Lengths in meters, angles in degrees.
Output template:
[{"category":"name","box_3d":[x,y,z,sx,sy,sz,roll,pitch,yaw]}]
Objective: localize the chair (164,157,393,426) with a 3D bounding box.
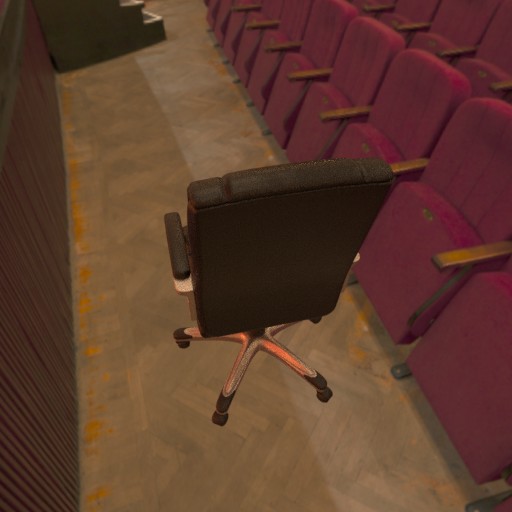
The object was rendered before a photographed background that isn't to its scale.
[{"category":"chair","box_3d":[0.000,0.000,1.601,0.700,1.145,0.780,-9,44,-10]}]
